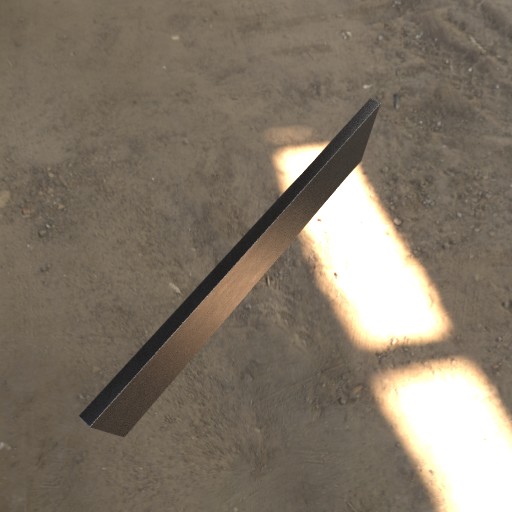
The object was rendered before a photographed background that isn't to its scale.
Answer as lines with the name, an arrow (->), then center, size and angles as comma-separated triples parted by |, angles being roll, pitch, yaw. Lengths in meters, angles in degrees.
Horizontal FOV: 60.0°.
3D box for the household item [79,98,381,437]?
household item -> 0.000, 0.000, 1.080 | 0.030, 0.236, 1.001 | 35, 69, 16
